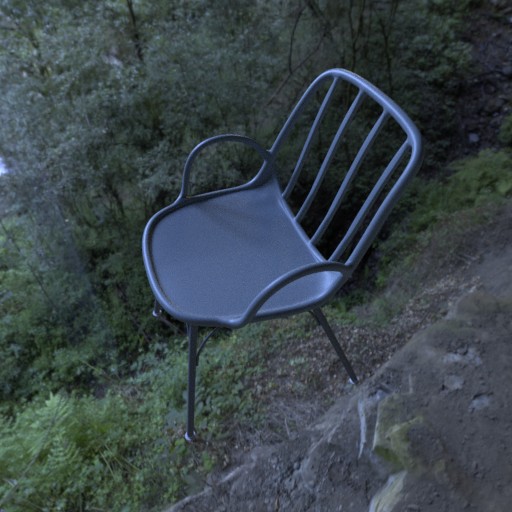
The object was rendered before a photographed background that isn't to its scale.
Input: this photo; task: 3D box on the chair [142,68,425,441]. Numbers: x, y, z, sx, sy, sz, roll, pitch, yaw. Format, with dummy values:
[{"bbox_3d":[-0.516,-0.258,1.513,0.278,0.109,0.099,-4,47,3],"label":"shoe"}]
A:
[{"bbox_3d":[0.000,0.000,1.182,0.597,0.816,0.549,-15,48,-14],"label":"chair"}]
